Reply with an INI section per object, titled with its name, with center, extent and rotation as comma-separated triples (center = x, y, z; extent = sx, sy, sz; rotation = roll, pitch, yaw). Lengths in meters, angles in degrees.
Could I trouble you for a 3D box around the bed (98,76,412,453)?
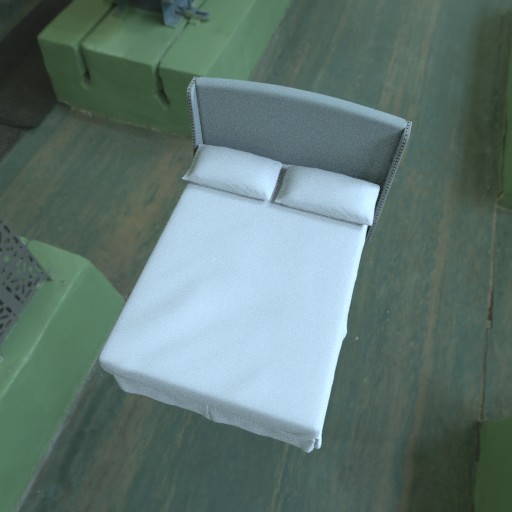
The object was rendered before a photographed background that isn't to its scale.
[bed]
center = 0.000, 0.000, 3.359
extent = 1.710, 1.407, 2.237
rotation = 15, 60, 9
